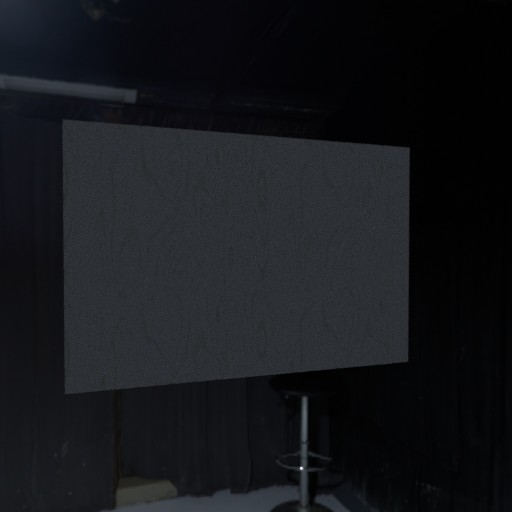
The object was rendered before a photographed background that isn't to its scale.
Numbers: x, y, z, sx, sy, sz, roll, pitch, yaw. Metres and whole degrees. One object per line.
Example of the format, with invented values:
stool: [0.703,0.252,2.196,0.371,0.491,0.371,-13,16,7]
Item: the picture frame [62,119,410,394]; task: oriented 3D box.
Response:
picture frame: [0.000,0.000,1.192,0.950,0.640,0.029,0,1,-18]
